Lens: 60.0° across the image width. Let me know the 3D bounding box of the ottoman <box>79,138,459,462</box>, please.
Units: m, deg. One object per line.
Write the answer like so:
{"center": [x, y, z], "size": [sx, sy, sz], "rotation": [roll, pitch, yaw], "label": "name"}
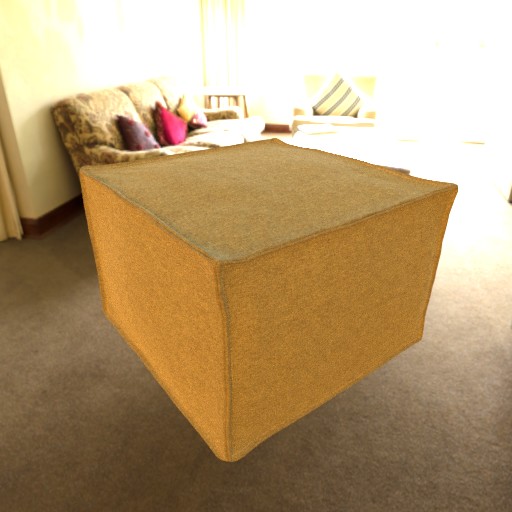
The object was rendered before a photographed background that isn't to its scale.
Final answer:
{"center": [0.000, 0.000, 1.178], "size": [0.696, 0.470, 0.707], "rotation": [-19, 33, -32], "label": "ottoman"}
